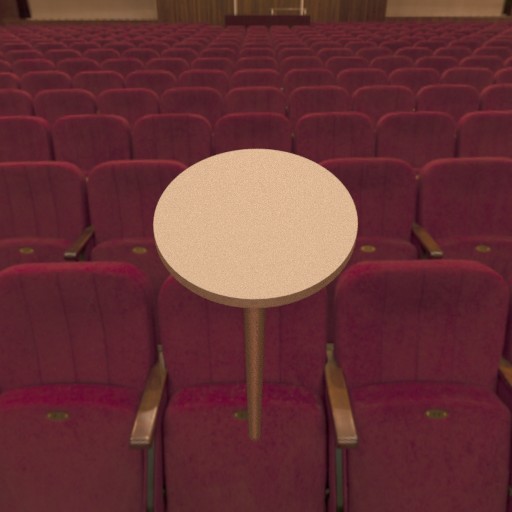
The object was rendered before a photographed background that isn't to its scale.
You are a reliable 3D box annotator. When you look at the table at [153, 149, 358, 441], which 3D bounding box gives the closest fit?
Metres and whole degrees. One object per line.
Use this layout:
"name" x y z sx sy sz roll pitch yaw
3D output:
"table" 0.000 0.000 1.358 0.542 0.390 1.083 0 27 0
